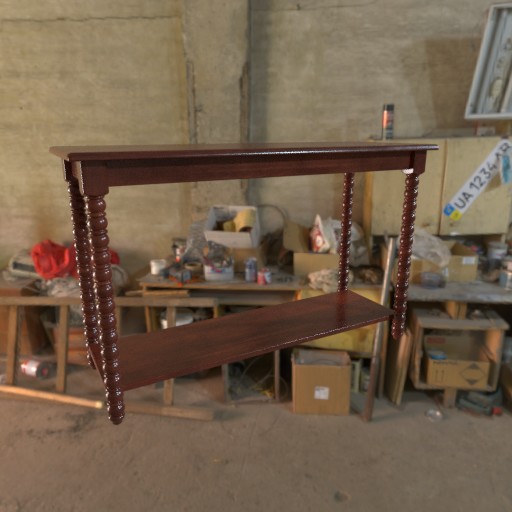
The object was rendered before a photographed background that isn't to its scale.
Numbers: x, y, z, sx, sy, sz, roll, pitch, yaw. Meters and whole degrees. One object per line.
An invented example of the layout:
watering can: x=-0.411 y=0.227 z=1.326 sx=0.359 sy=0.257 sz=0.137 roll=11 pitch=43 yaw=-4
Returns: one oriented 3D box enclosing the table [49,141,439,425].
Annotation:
table: x=0.000 y=0.000 z=1.525 sx=1.184 sy=0.740 sz=0.459 roll=-9 pitch=18 yaw=-28
